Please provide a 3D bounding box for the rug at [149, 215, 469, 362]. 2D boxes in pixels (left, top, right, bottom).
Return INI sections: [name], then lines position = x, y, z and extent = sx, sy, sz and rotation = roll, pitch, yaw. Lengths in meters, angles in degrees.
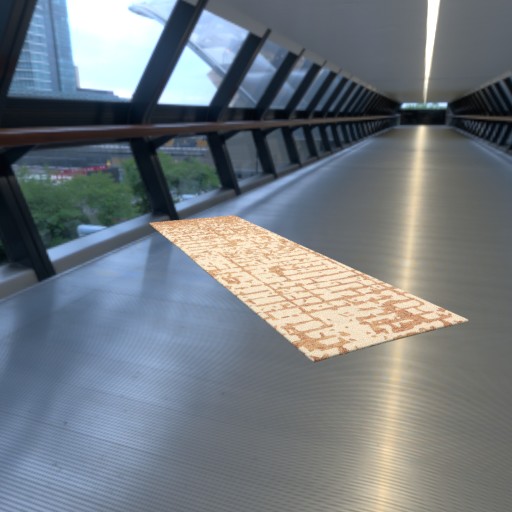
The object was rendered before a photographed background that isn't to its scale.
[rug]
position = 0.000, 0.000, 2.697
extent = 0.750, 0.011, 2.435
rotation = -8, 18, -25
